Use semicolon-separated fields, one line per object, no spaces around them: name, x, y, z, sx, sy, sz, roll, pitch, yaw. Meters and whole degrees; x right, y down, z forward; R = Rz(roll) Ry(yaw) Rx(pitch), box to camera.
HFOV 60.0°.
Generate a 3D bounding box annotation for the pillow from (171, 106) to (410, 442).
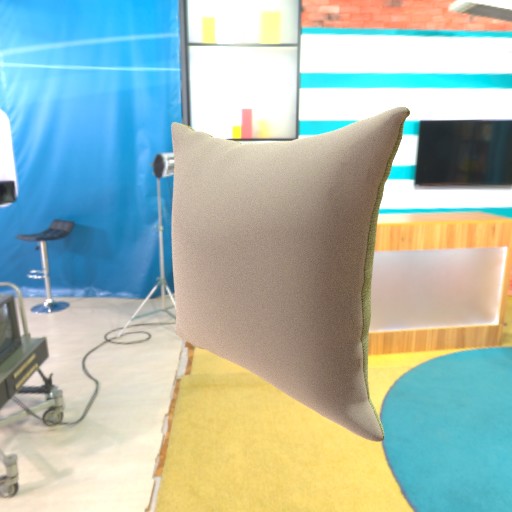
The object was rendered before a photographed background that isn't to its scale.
pillow;0.000;0.000;0.803;0.229;0.487;0.560;-12;18;-41
